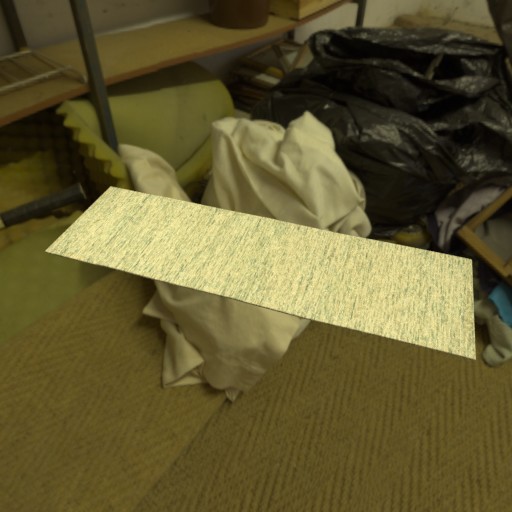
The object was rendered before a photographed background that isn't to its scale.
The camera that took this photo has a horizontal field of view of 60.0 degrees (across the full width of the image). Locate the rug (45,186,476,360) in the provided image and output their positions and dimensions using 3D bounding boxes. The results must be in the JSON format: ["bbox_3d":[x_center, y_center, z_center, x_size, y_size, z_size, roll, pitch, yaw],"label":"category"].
[{"bbox_3d":[0.000,0.000,2.480,2.290,0.014,0.700,13,44,13],"label":"rug"}]
